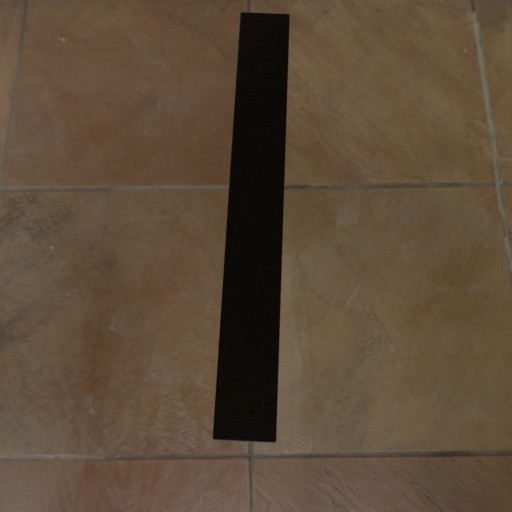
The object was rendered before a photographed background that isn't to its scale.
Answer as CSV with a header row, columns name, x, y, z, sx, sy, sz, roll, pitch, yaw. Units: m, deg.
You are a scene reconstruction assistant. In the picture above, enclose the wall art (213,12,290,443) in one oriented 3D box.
name,x,y,z,sx,sy,sz,roll,pitch,yaw
wall art,0.000,0.000,0.439,0.037,0.299,0.299,3,76,1
